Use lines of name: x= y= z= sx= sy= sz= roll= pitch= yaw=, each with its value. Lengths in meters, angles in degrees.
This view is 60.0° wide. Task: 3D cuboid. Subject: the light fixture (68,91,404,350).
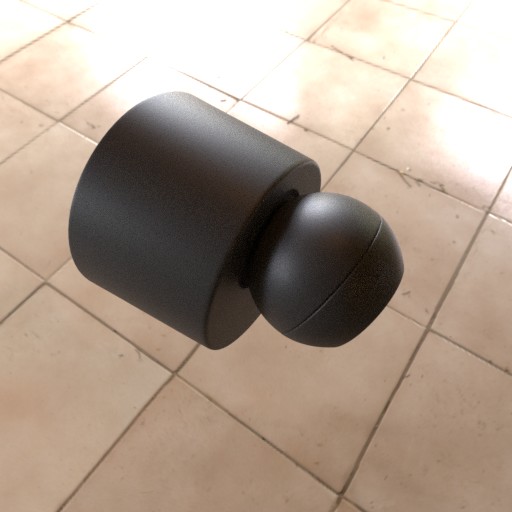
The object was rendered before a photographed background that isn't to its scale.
light fixture: x=0.000 y=0.000 z=0.266 sx=0.160 sy=0.143 sz=0.134 roll=29 pitch=62 yaw=17
